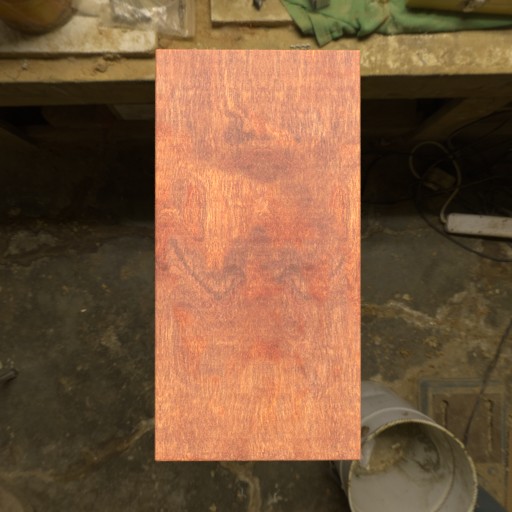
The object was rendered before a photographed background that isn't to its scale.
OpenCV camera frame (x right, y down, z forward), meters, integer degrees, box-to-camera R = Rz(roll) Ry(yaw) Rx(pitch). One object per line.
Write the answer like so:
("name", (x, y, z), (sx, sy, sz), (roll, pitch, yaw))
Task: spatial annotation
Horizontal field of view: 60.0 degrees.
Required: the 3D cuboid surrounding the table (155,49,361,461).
("table", (0.000, 0.000, 0.961), (0.305, 0.610, 0.610), (0, 90, -1))
